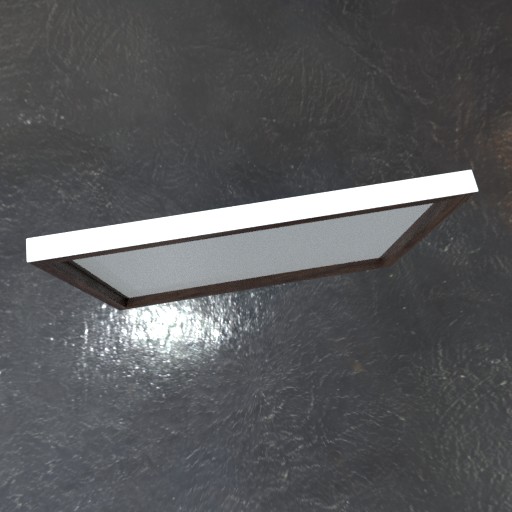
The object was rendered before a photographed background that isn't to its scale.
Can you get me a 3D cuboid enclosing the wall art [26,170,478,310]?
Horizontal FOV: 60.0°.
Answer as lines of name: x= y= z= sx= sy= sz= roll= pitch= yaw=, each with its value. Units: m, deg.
wall art: x=0.000 y=0.000 z=1.184 sx=0.914 sy=0.610 sz=0.050 roll=-9 pitch=74 yaw=-3
